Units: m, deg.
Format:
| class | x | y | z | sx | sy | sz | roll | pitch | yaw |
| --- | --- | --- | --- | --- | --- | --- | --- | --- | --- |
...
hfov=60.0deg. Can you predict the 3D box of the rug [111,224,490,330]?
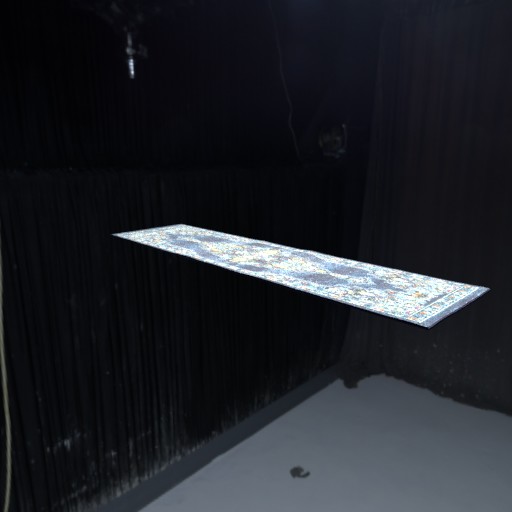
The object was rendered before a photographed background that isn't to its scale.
| class | x | y | z | sx | sy | sz | roll | pitch | yaw |
| --- | --- | --- | --- | --- | --- | --- | --- | --- | --- |
| rug | 0.000 | 0.000 | 2.498 | 0.602 | 0.016 | 2.283 | -13 | 19 | -43 |
